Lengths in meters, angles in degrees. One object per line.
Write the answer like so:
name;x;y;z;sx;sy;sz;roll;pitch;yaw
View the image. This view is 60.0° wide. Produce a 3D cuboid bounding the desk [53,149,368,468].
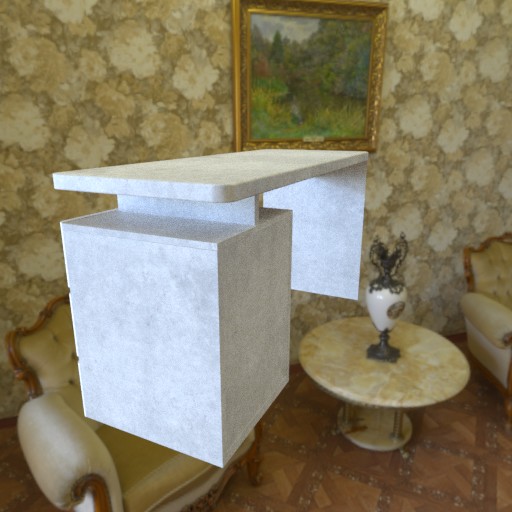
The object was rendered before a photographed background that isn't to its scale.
desk;0.000;0.000;1.762;0.550;0.755;1.400;8;18;25
